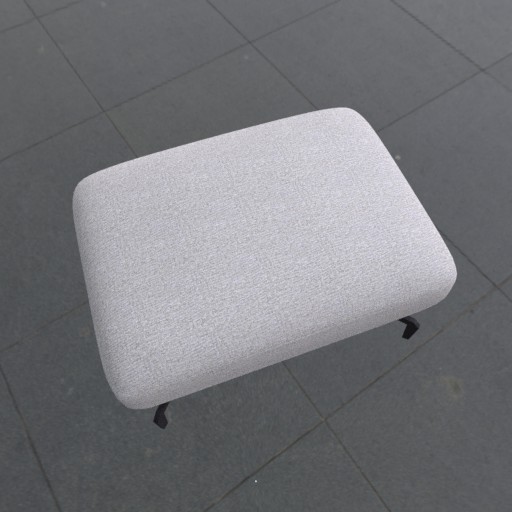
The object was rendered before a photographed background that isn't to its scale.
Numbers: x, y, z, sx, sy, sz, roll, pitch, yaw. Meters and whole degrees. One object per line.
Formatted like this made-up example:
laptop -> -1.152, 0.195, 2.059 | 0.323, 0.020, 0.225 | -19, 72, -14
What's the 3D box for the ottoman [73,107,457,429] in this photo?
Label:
ottoman -> 0.000, 0.000, 1.101 | 0.772, 0.420, 0.568 | -18, 64, -9
